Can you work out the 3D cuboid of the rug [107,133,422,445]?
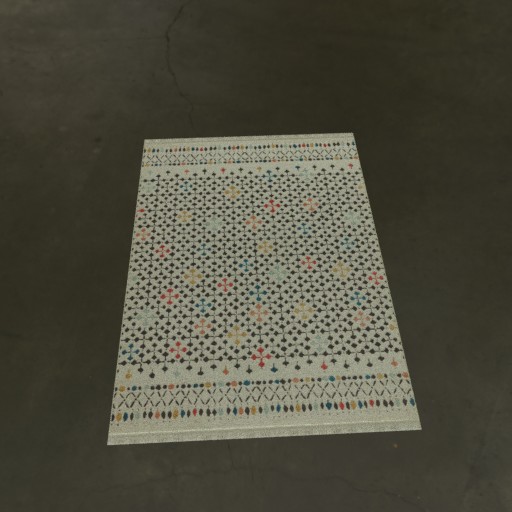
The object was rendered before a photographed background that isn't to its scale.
[{"bbox_3d":[0.000,0.000,4.159,2.354,0.007,3.196,-2,58,-1],"label":"rug"}]
